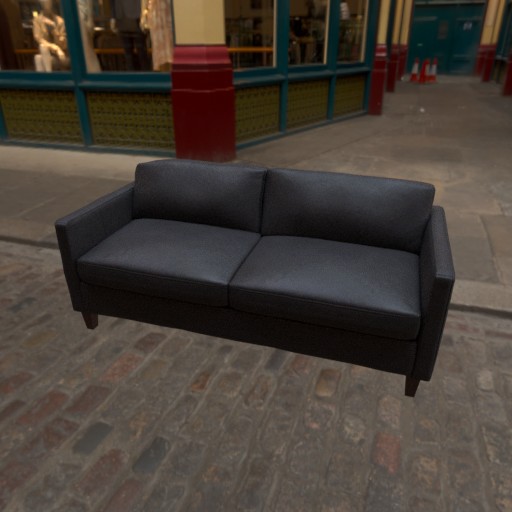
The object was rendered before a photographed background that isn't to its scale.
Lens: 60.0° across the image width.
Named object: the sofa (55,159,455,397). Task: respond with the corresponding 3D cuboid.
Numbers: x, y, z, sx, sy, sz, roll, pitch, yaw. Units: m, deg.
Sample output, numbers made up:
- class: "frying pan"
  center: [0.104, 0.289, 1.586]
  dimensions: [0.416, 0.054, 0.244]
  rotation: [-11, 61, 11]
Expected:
- class: "sofa"
  center: [0.000, 0.000, 2.500]
  dimensions: [1.971, 0.863, 0.933]
  rotation: [8, 27, 16]
